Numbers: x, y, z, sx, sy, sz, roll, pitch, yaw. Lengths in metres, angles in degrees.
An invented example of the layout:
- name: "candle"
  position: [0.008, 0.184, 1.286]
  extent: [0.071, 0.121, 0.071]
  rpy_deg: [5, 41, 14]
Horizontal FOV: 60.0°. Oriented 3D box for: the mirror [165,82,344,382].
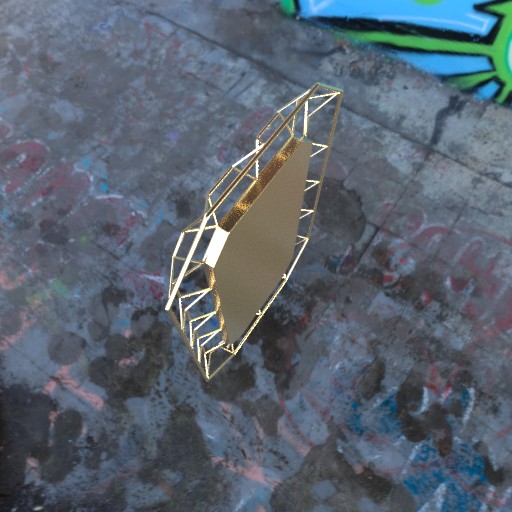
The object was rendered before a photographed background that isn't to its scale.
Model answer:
- name: "mirror"
  position: [0.000, 0.000, 1.098]
  extent: [0.051, 0.870, 0.572]
  rpy_deg: [31, 68, 14]
